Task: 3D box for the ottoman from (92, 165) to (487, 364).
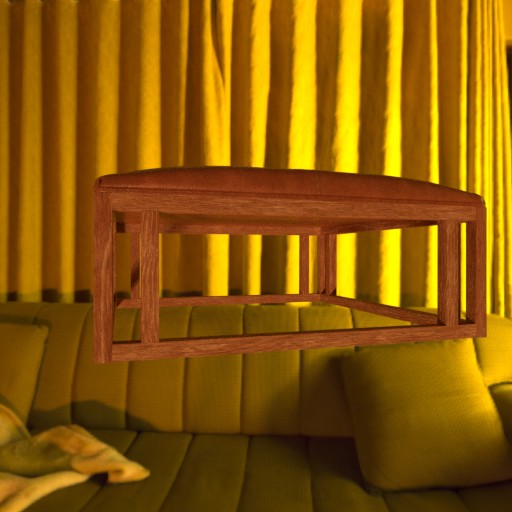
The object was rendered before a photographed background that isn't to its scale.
[{"bbox_3d":[0.000,0.000,1.540,1.013,0.442,1.016,0,0,-17],"label":"ottoman"}]
